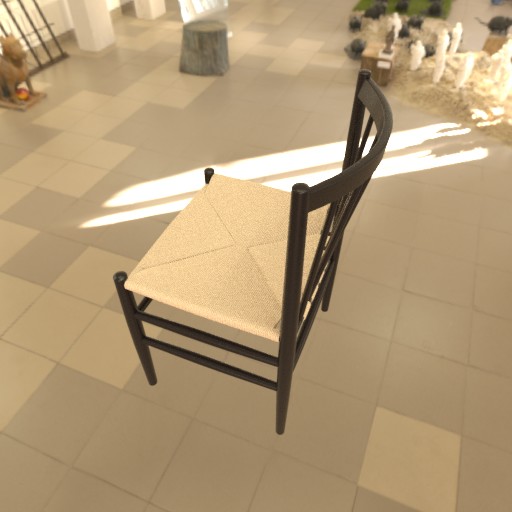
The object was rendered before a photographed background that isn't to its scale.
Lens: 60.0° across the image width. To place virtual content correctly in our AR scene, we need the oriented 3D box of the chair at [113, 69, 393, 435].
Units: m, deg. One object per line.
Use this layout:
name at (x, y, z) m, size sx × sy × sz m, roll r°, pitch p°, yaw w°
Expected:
chair at (0.000, 0.000, 1.131) m, size 0.516 × 0.818 × 0.495 m, roll 16°, pitch 46°, yaw 15°
